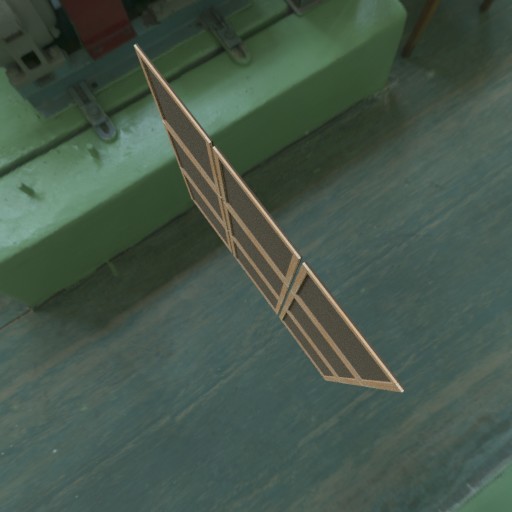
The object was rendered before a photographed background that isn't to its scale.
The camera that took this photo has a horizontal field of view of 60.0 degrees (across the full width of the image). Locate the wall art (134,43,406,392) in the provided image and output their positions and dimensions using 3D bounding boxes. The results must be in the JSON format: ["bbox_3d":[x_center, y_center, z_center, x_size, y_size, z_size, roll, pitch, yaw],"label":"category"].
[{"bbox_3d":[0.000,0.000,1.781,0.013,1.218,1.216,-35,78,-8],"label":"wall art"}]
